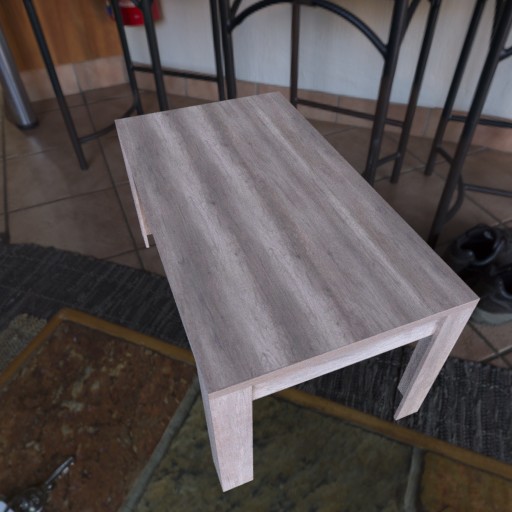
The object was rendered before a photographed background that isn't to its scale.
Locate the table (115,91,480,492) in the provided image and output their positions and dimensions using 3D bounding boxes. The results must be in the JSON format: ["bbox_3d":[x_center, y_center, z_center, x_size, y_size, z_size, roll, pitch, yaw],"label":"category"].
[{"bbox_3d":[0.000,0.000,2.090,0.900,0.775,1.600,-15,47,-15],"label":"table"}]
